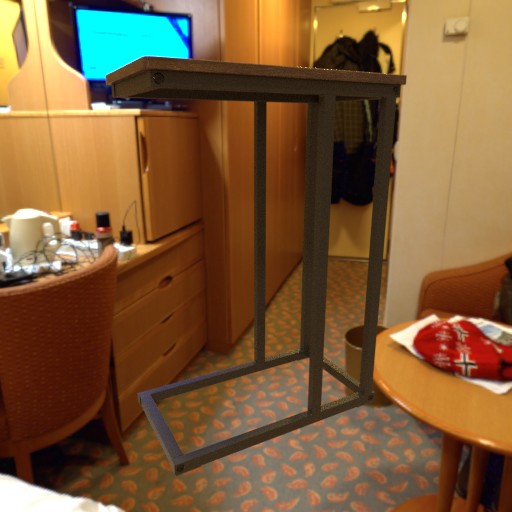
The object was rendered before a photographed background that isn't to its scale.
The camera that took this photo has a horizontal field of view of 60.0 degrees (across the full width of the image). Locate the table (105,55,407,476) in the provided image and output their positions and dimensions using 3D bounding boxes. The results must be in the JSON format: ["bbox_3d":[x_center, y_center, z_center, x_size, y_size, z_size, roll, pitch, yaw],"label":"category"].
[{"bbox_3d":[0.000,0.000,0.840,0.450,0.637,0.254,-9,18,-28],"label":"table"}]
